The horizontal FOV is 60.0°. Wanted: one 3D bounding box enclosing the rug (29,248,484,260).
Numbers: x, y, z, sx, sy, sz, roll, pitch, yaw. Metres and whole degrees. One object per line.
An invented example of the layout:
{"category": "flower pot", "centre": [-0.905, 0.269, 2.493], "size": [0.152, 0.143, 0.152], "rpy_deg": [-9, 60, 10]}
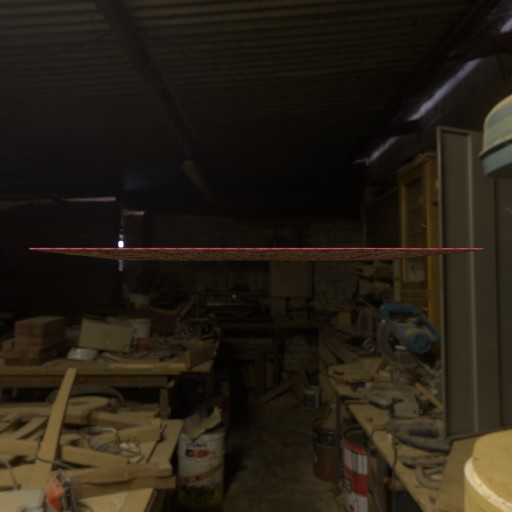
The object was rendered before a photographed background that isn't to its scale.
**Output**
{"category": "rug", "centre": [0.000, 0.000, 2.911], "size": [2.184, 0.007, 1.579], "rpy_deg": [0, -2, 0]}
